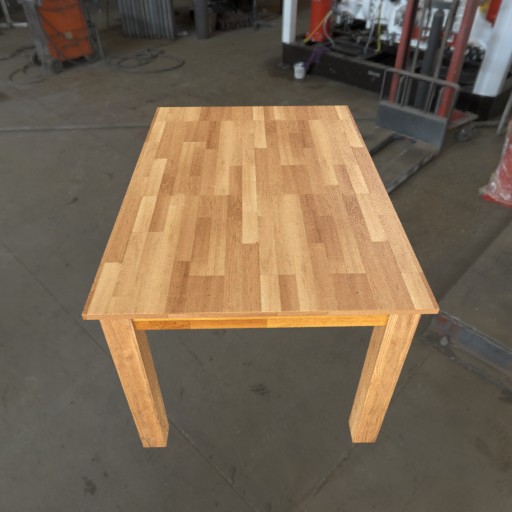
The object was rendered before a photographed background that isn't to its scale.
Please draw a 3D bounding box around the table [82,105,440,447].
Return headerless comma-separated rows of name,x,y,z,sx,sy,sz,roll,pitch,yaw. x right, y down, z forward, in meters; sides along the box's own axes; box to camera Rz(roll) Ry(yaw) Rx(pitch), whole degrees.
table,0.000,0.000,1.851,0.900,0.750,1.300,-1,41,-1
